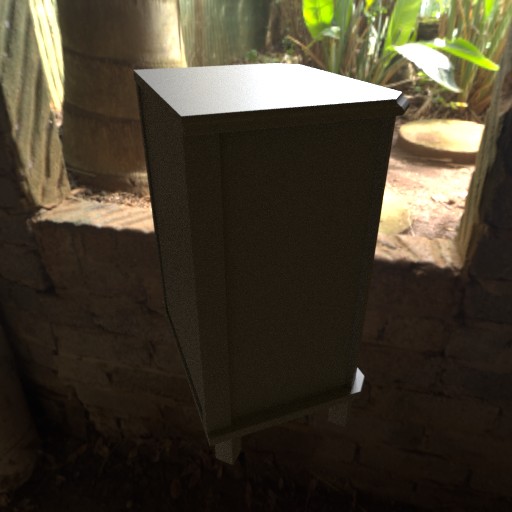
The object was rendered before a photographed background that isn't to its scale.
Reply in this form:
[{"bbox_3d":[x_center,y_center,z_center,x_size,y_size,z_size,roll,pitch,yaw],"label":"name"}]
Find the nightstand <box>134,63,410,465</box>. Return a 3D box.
[{"bbox_3d":[0.000,0.000,0.917,0.350,0.680,0.450,-11,32,-18],"label":"nightstand"}]
